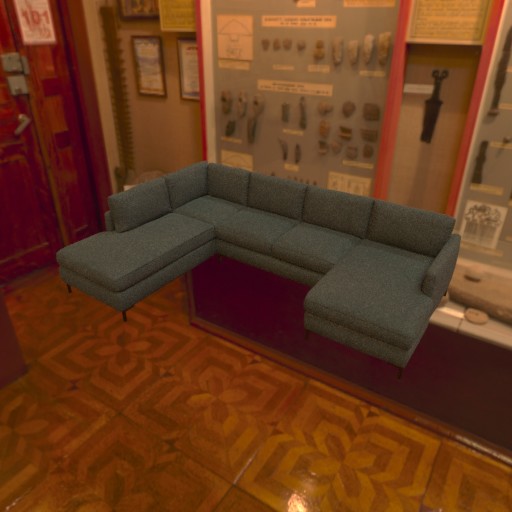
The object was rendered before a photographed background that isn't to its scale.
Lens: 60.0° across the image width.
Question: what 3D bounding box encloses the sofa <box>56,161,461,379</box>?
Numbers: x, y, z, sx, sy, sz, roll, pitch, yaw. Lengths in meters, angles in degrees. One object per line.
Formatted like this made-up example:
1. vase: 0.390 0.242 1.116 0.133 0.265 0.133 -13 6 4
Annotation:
1. sofa: 0.000 0.000 3.867 2.956 0.813 2.007 19 34 30
